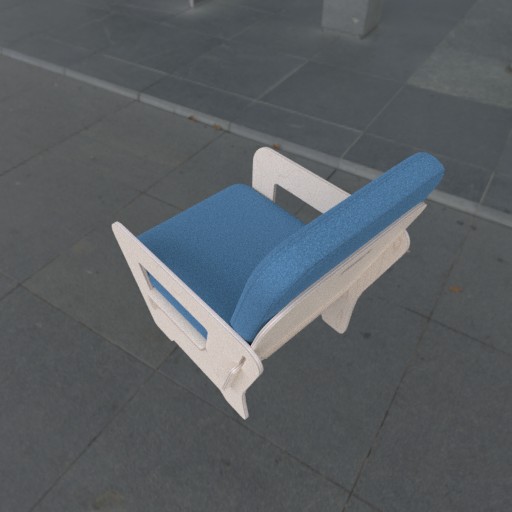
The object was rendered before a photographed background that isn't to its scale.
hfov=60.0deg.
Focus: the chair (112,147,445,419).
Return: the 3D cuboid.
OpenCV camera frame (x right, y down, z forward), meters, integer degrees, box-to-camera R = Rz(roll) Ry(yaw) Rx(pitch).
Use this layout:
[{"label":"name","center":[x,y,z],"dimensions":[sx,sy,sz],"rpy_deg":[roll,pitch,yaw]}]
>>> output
[{"label":"chair","center":[0.000,0.000,1.191],"dimensions":[0.547,0.747,0.657],"rpy_deg":[-33,55,-28]}]
